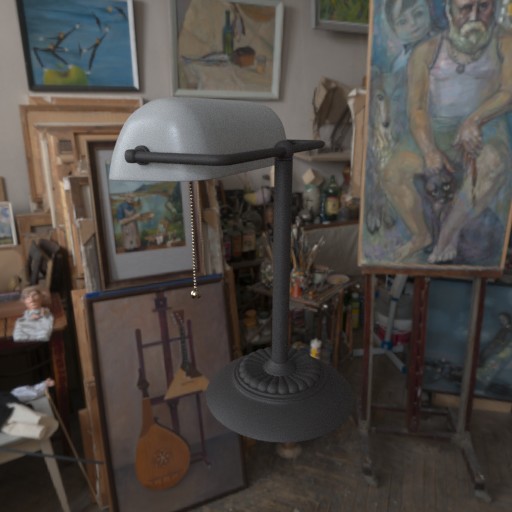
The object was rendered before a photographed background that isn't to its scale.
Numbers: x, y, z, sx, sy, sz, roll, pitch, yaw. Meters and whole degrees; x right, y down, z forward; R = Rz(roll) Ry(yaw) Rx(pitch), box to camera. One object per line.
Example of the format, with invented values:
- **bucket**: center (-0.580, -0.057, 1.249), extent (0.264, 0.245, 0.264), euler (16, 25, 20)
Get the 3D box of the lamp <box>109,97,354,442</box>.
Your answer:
- **lamp**: center (0.000, 0.000, 0.505), extent (0.243, 0.339, 0.264), euler (9, 19, 25)
